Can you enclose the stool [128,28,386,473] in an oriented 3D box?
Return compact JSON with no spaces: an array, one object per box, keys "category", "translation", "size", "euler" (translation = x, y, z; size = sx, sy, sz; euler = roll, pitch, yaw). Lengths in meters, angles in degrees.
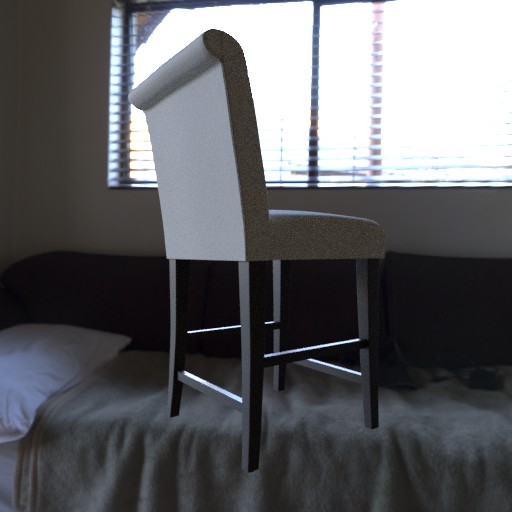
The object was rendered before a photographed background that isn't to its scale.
[{"category":"stool","translation":[0.000,0.000,1.271],"size":[0.597,0.976,0.452],"euler":[0,1,-36]}]
